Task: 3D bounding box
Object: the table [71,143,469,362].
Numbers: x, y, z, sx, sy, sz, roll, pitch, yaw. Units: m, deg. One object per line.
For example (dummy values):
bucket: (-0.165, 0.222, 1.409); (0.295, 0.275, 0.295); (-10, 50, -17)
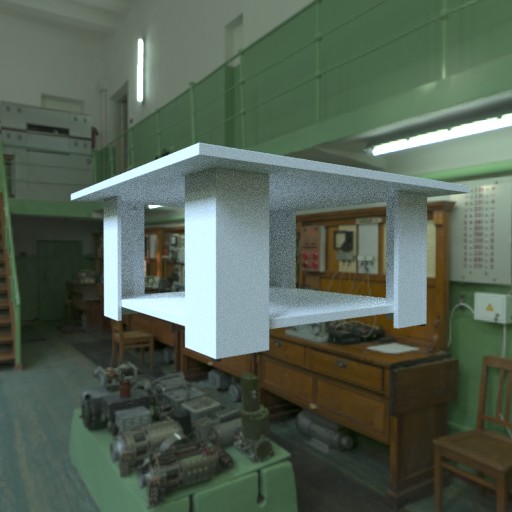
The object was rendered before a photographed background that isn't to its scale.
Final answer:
table: (0.000, 0.000, 1.048); (0.670, 0.305, 0.670); (-1, 1, -36)
